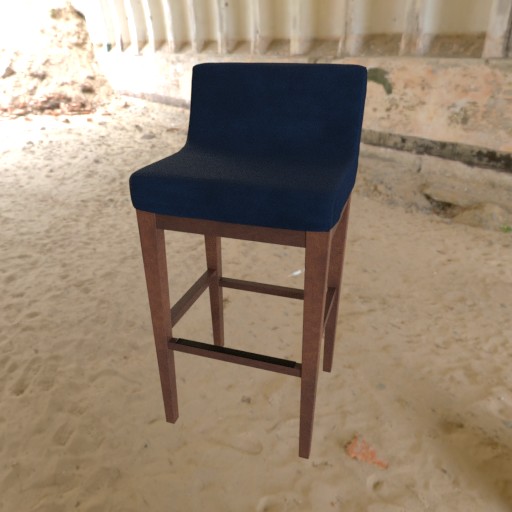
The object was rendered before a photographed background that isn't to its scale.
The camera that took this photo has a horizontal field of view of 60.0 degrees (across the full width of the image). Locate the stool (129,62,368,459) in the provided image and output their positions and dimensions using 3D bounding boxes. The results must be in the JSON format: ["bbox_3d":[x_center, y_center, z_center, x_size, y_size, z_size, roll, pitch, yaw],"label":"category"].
[{"bbox_3d":[0.000,0.000,1.313,0.511,1.037,0.500,8,27,16],"label":"stool"}]
